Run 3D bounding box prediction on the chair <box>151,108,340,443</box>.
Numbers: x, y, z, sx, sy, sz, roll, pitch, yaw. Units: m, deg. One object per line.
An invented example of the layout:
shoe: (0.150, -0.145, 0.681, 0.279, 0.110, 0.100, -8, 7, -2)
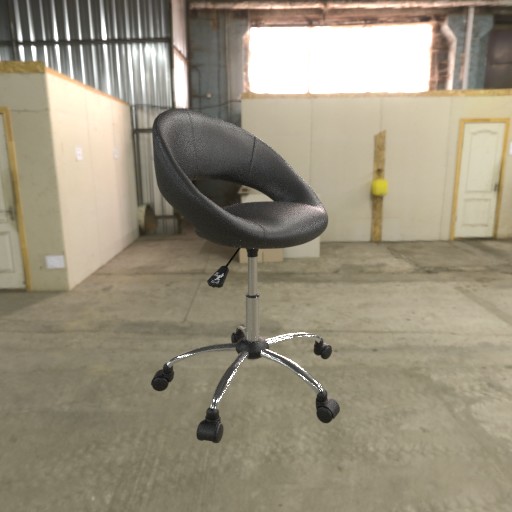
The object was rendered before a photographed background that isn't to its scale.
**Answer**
chair: (0.000, 0.000, 1.224, 0.538, 0.791, 0.612, 7, 15, 27)
